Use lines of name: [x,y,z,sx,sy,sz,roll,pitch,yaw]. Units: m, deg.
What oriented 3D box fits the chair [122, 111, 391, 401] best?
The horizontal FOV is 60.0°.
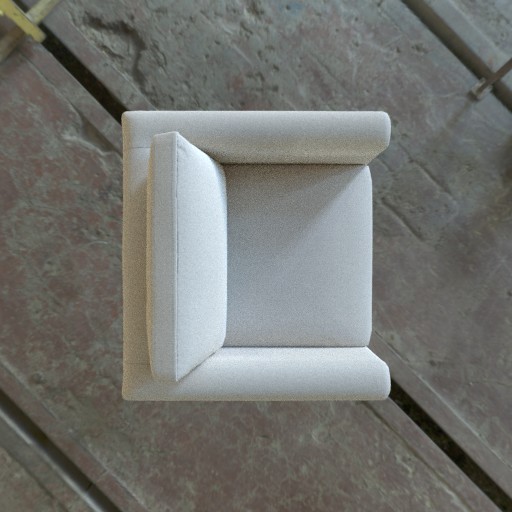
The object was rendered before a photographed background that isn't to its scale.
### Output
chair: [0.000,0.000,1.694,0.896,0.915,0.982,0,90,0]
